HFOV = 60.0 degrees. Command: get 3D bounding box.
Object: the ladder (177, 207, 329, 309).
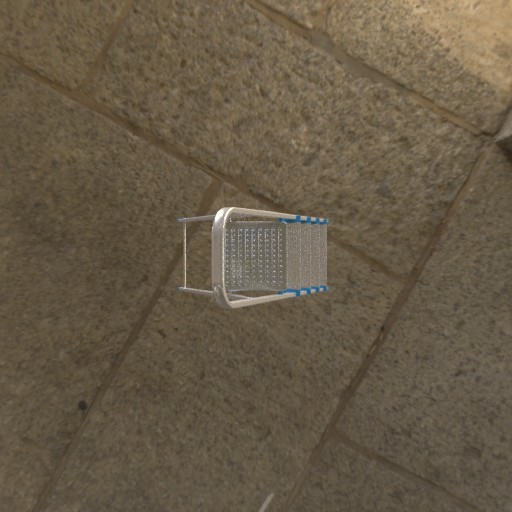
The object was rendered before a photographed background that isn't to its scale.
[{"bbox_3d":[0.000,0.000,2.080,0.990,1.648,0.468,0,90,-1],"label":"ladder"}]
